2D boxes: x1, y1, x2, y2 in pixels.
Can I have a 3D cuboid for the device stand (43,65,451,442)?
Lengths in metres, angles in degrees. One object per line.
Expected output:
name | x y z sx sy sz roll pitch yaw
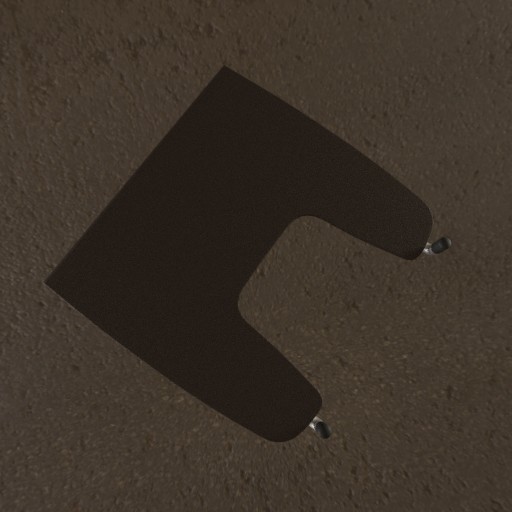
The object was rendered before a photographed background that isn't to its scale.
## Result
device stand | 0.000 0.000 0.361 0.230 0.092 0.230 35 79 8
